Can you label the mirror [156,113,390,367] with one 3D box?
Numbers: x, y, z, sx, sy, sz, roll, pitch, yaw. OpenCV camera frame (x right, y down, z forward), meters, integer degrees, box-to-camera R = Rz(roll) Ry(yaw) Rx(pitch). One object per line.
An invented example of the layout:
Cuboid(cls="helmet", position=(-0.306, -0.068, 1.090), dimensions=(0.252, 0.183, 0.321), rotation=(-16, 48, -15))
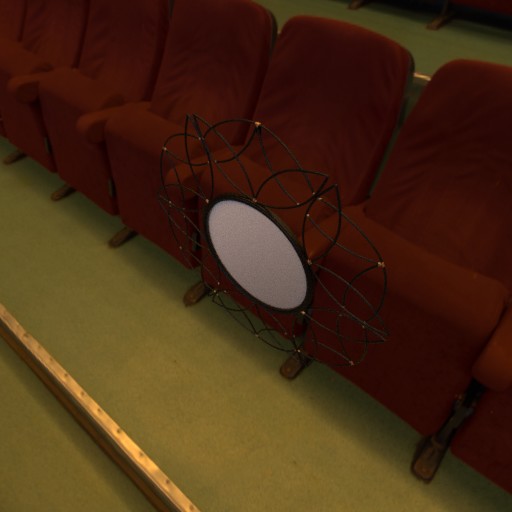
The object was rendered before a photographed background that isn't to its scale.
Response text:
Cuboid(cls="mirror", position=(0.000, 0.000, 1.184), dimensions=(0.797, 0.775, 0.028), rotation=(32, 54, 27))
